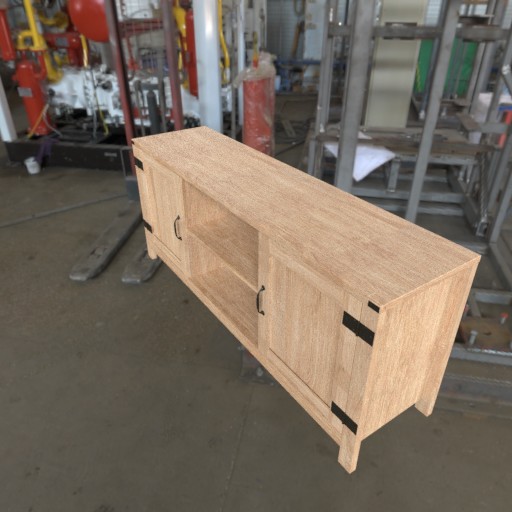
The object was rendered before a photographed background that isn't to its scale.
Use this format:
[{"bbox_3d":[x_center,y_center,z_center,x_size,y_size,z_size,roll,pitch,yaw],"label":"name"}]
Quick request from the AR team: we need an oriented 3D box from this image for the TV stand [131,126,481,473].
[{"bbox_3d":[0.000,0.000,1.715,0.398,0.610,1.466,-20,37,-29],"label":"TV stand"}]
